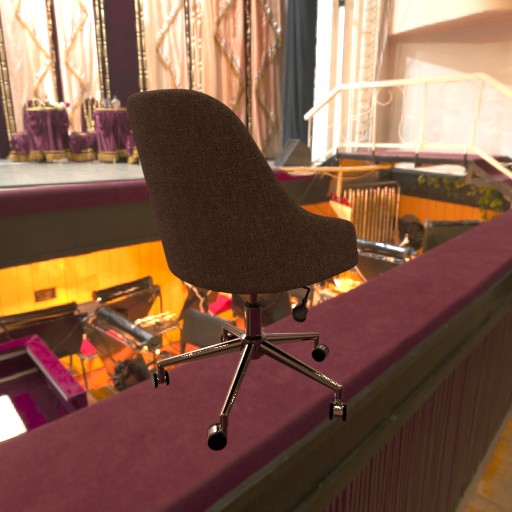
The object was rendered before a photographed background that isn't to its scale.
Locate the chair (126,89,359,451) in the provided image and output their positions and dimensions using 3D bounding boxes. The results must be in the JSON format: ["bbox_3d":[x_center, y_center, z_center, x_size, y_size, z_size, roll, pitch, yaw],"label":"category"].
[{"bbox_3d":[0.000,0.000,1.411,0.712,0.950,0.671,-14,21,-42],"label":"chair"}]
